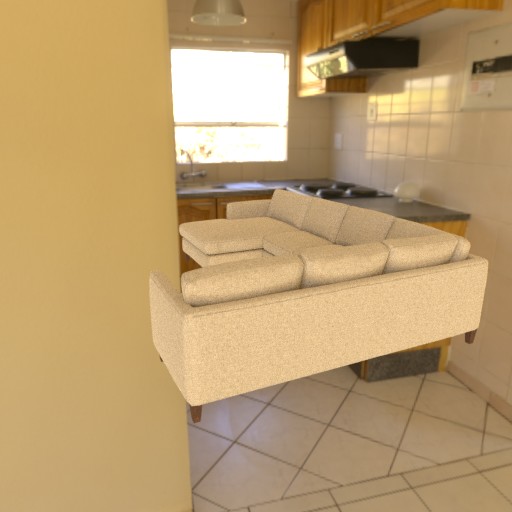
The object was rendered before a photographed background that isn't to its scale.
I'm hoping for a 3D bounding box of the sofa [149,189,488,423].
[{"bbox_3d":[0.000,0.000,4.594,2.593,0.959,3.460,-8,18,-24],"label":"sofa"}]
